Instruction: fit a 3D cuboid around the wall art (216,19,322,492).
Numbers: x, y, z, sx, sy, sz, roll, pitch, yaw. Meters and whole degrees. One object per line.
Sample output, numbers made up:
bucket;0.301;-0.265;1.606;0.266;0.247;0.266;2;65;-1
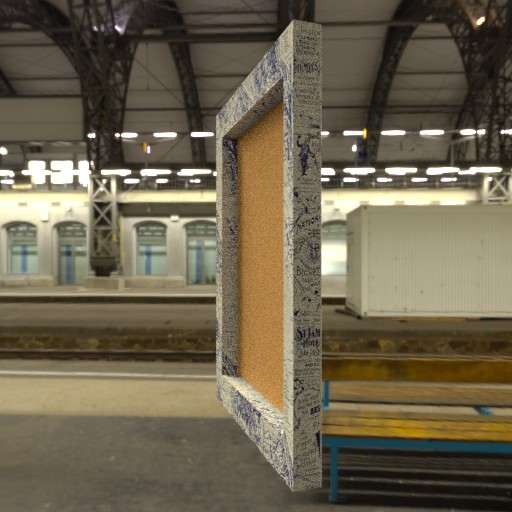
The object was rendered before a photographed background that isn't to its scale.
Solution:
wall art;0.000;0.000;0.476;0.025;0.376;0.255;0;0;-19
